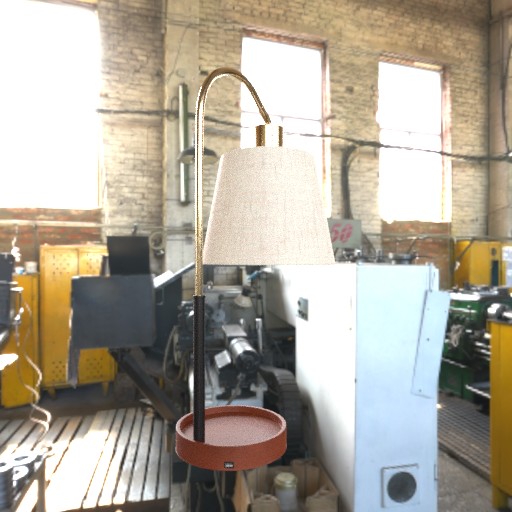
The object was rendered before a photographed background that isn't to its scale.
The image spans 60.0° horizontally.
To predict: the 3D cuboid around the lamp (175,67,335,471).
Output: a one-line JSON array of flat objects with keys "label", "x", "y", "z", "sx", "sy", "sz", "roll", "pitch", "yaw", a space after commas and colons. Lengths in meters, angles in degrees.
[{"label": "lamp", "x": 0.000, "y": 0.000, "z": 0.677, "sx": 0.211, "sy": 0.536, "sz": 0.273, "roll": 0, "pitch": 0, "yaw": 37}]
